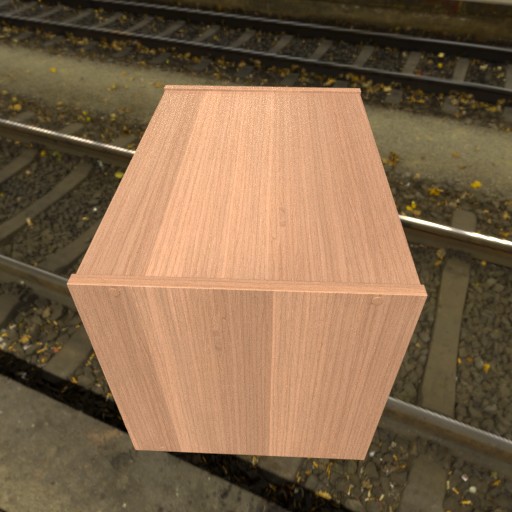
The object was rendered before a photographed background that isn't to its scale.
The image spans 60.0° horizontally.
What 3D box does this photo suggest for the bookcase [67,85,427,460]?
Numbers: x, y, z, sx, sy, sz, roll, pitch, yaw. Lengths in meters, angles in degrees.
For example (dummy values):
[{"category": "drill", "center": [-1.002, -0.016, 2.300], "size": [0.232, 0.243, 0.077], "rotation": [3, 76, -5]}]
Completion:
[{"category": "bookcase", "center": [0.000, 0.000, 0.611], "size": [0.290, 0.305, 0.415], "rotation": [2, 43, 2]}]
